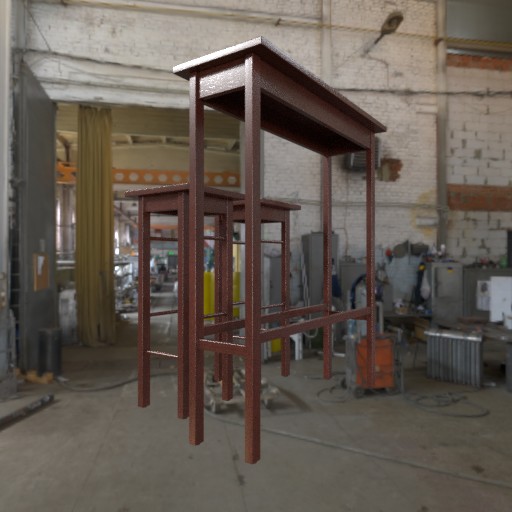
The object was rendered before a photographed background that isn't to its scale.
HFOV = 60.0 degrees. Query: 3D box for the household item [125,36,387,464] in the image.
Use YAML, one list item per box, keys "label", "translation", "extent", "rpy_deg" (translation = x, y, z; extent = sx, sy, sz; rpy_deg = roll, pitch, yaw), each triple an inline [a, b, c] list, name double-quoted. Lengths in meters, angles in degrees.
- label: "household item"
  translation: [0.000, 0.000, 1.646]
  extent: [0.676, 1.067, 0.914]
  rpy_deg: [0, -1, 35]
